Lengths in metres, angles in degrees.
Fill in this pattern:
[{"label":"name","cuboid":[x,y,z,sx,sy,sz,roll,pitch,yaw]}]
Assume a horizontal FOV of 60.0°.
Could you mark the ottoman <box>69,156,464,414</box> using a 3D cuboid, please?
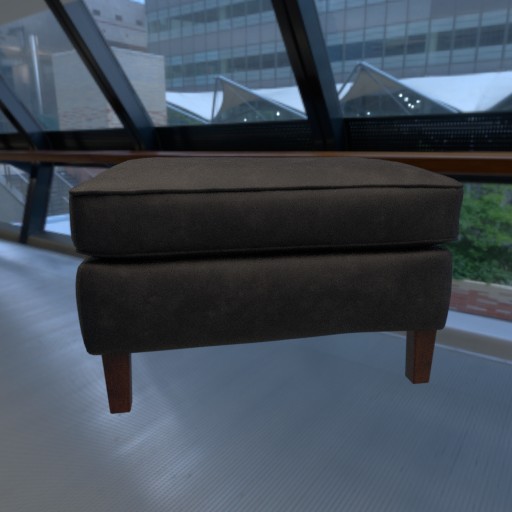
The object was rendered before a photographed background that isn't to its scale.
[{"label":"ottoman","cuboid":[0.000,0.000,0.954,0.665,0.413,0.501,-3,15,-9]}]
